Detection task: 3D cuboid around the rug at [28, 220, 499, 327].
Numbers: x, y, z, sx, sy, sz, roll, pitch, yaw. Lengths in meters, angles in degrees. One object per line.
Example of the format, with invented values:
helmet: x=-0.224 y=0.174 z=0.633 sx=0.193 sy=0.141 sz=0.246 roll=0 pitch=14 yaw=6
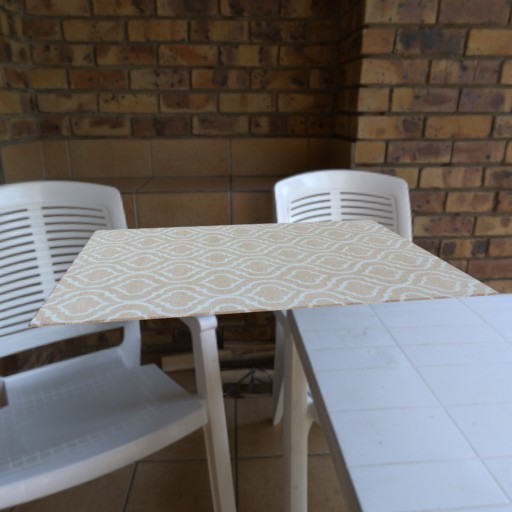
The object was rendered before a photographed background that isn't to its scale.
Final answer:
rug: x=0.000 y=0.000 z=2.683 sx=2.134 sy=0.010 sz=1.524 roll=-3 pitch=18 yaw=-9
